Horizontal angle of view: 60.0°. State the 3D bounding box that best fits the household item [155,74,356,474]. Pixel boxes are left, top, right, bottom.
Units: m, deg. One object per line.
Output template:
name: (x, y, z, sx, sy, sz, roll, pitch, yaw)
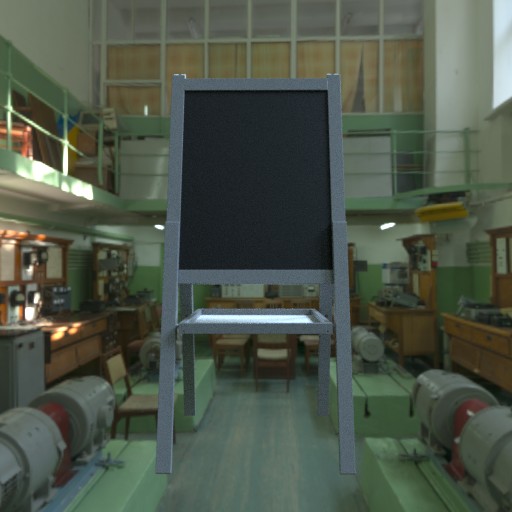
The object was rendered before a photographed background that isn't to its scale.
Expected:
household item: (0.000, 0.000, 1.420, 0.531, 1.172, 0.469, 0, -1, 0)
